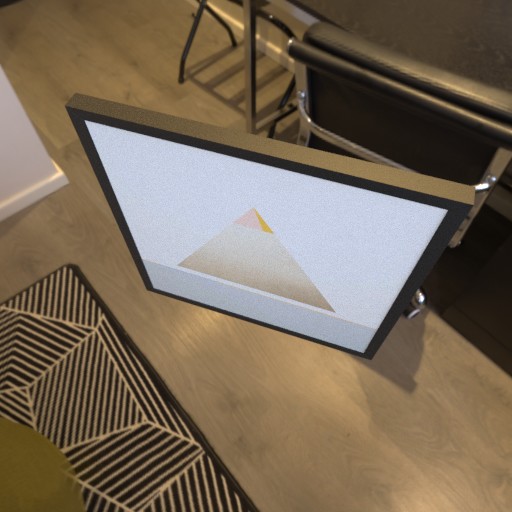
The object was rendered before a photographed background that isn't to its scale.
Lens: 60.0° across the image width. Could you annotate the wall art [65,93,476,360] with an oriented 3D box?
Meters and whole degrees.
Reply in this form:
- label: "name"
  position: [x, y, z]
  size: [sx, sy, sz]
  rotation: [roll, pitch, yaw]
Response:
- label: "wall art"
  position: [0.000, 0.000, 1.128]
  size: [0.769, 0.766, 0.042]
  rotation: [16, 59, 10]
